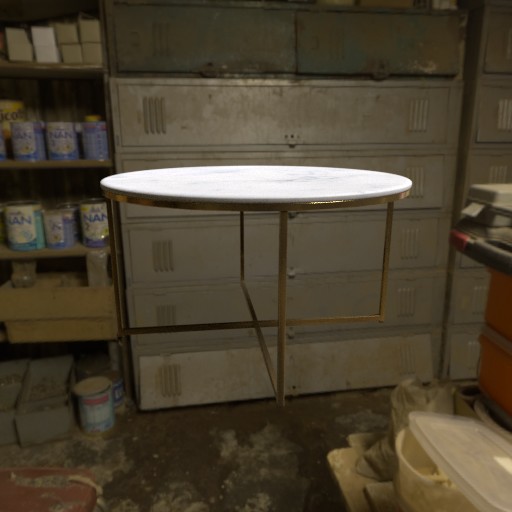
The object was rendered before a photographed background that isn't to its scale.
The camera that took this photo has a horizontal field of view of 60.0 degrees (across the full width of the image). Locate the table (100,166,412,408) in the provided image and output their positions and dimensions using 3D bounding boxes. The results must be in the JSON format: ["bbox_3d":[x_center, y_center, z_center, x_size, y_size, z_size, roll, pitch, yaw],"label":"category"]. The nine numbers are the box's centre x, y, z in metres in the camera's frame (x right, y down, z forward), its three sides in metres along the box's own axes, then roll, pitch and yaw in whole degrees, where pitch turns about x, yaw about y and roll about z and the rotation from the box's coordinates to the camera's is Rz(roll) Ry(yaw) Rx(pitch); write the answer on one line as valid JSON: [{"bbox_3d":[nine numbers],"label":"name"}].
[{"bbox_3d":[0.000,0.000,1.259,0.800,0.450,0.800,0,15,0],"label":"table"}]
